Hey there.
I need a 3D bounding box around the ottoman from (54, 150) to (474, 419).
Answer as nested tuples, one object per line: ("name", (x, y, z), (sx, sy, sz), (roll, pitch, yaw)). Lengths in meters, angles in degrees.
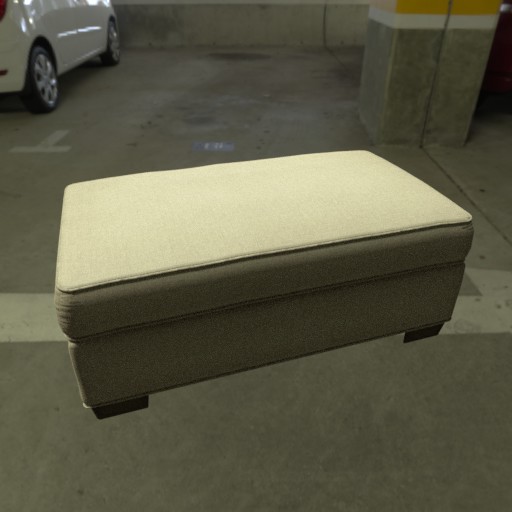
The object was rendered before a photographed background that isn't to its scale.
("ottoman", (0.000, 0.000, 1.393), (1.097, 0.461, 0.617), (-10, 34, -15))
